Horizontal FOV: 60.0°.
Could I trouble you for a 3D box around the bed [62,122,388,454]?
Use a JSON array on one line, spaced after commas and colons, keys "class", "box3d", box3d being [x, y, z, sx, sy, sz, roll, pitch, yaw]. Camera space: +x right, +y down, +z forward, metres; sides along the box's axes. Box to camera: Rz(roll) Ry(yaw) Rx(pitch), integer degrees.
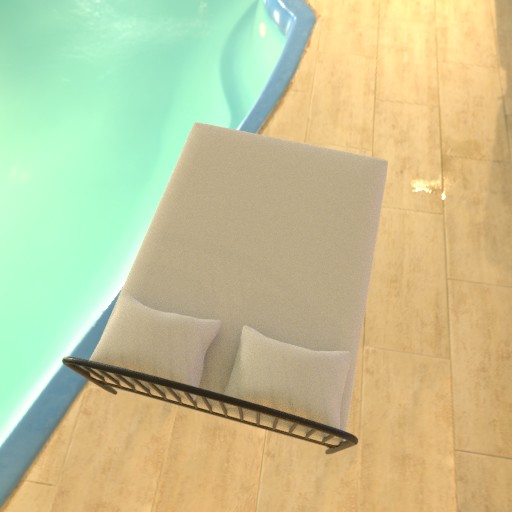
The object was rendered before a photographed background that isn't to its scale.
[{"class": "bed", "box3d": [0.000, 0.000, 3.097, 1.618, 1.166, 2.159, 13, 64, 7]}]
